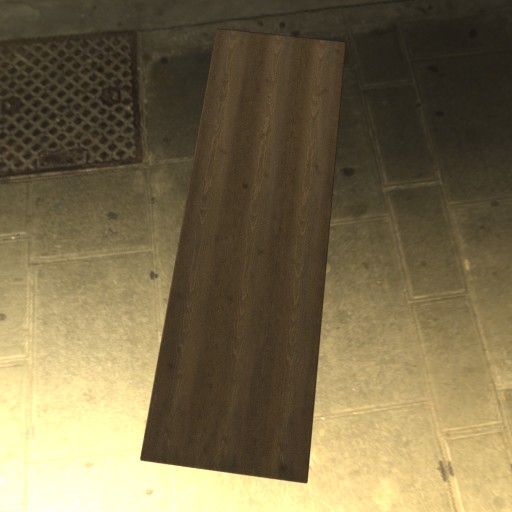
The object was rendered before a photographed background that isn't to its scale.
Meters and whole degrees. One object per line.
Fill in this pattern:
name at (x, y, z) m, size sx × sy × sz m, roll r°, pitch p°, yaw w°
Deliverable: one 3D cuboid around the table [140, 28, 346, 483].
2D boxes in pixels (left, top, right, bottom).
table at (0.000, 0.000, 2.079) m, size 0.551 × 0.902 × 1.700 m, roll 7°, pitch 75°, yaw 2°
